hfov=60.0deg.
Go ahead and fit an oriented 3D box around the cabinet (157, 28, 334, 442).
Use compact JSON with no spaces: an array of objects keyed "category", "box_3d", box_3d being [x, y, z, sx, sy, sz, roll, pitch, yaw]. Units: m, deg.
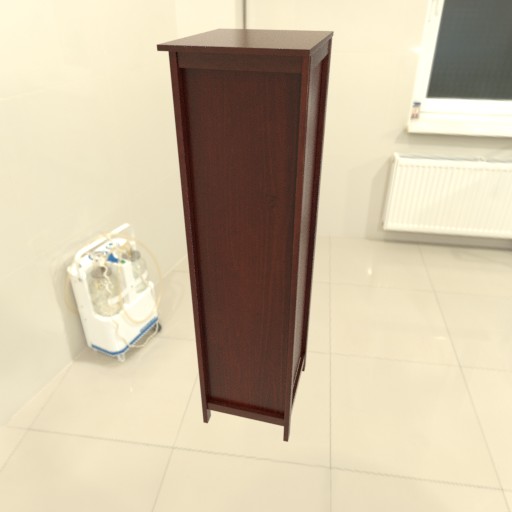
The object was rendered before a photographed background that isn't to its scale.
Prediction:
[{"category":"cabinet","box_3d":[0.000,0.000,1.706,0.401,1.518,0.500,8,32,13]}]
